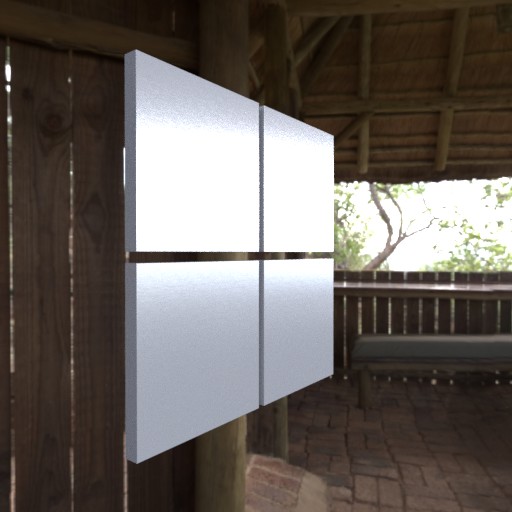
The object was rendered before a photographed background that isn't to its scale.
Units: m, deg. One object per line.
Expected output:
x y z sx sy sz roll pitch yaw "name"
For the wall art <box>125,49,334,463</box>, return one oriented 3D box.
0.000 0.000 0.904 0.029 0.611 0.611 0 1 38 "wall art"
